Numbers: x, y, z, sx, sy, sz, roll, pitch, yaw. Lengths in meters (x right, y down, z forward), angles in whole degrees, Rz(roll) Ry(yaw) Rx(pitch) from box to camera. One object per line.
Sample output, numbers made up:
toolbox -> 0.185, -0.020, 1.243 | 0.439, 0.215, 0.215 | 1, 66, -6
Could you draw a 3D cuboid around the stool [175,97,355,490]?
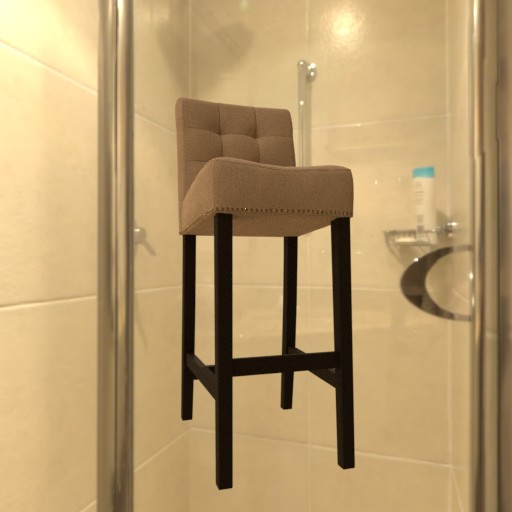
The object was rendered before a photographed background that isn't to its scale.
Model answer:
stool -> 0.000, 0.000, 1.299 | 0.411, 1.047, 0.548 | 0, -1, -18
